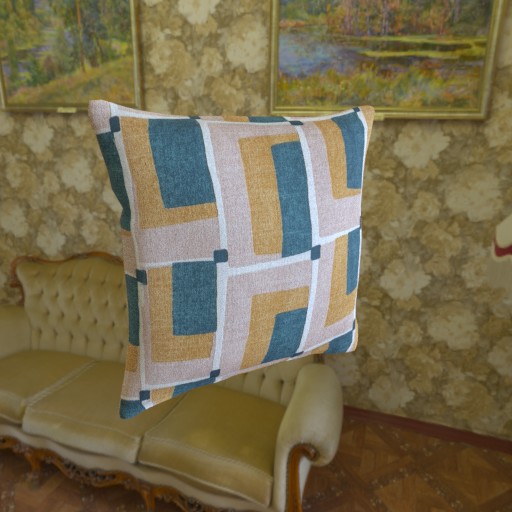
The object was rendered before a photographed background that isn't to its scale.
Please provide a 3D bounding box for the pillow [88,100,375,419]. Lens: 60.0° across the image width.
[{"bbox_3d":[0.000,0.000,0.731,0.478,0.479,0.158,-9,19,-26],"label":"pillow"}]
